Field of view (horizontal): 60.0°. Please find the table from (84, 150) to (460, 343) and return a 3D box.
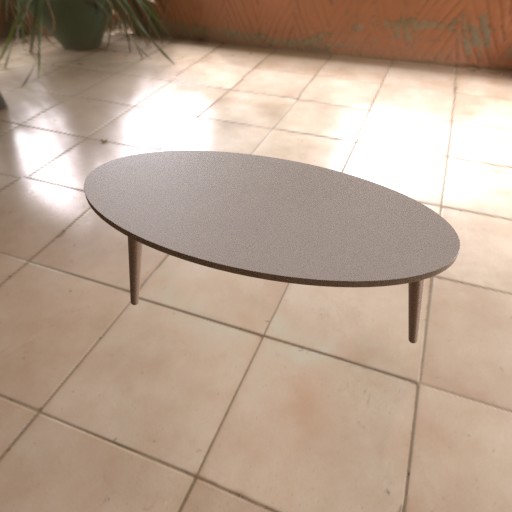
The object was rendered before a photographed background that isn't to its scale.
[{"bbox_3d":[0.000,0.000,1.370,1.083,0.390,0.542,13,42,15],"label":"table"}]
